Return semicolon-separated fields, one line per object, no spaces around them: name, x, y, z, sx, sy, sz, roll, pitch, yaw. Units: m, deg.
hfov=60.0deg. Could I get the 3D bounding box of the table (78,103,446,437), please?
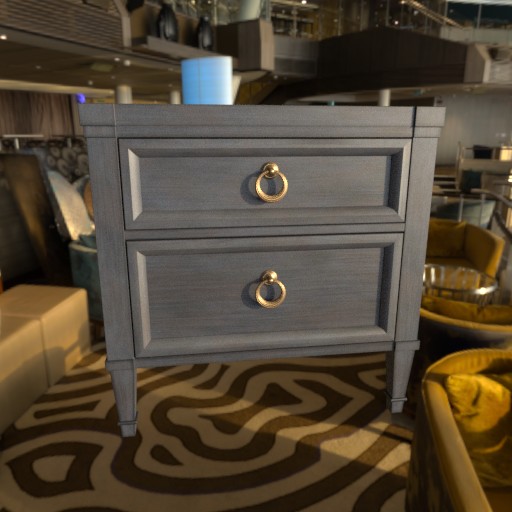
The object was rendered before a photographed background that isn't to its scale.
table;0.000;0.000;1.061;0.660;0.660;0.413;-2;15;-8
